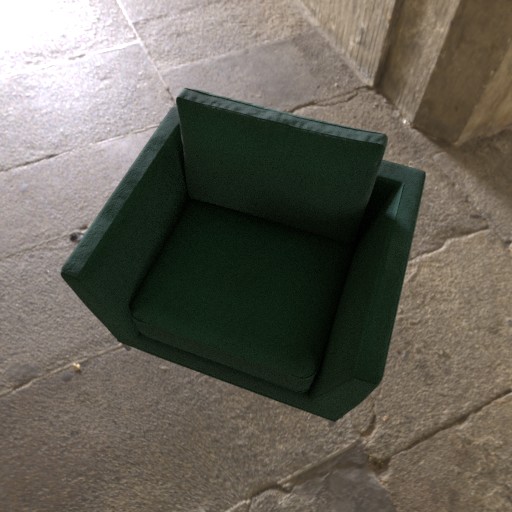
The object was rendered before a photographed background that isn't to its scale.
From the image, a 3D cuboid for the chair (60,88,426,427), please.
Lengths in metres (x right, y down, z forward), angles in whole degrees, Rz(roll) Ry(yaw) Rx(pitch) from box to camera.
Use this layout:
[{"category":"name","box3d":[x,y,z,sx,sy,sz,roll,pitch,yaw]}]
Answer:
[{"category":"chair","box3d":[0.000,0.000,1.730,1.047,0.997,0.852,17,60,10]}]
